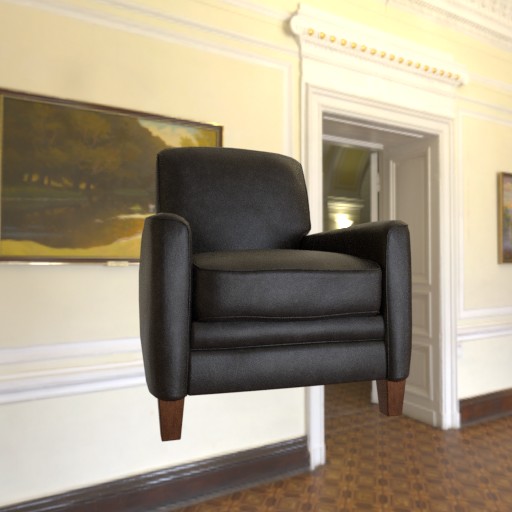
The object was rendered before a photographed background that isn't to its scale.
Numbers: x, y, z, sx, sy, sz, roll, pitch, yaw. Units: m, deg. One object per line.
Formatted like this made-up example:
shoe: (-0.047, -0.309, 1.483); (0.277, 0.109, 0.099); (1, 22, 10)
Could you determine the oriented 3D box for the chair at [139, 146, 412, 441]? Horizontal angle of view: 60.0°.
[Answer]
chair: (0.000, 0.000, 1.658); (0.848, 1.014, 0.864); (0, -1, -16)
